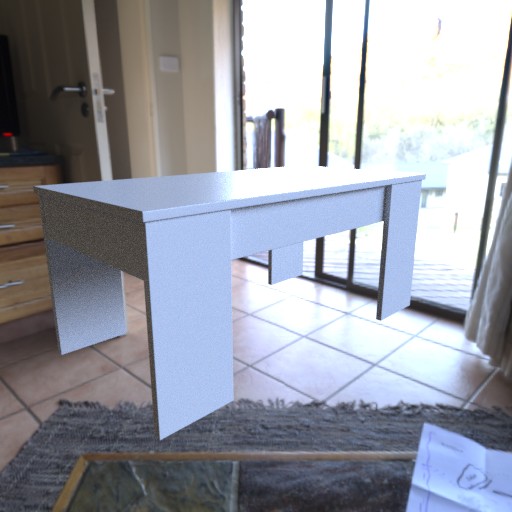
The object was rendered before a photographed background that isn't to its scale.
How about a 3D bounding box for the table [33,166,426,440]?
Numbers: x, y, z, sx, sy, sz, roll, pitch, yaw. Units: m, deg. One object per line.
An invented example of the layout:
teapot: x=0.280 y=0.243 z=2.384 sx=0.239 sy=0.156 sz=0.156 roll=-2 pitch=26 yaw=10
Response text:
table: x=0.000 y=0.000 z=1.280 sx=1.000 sy=0.440 sz=0.500 roll=-15 pitch=21 yaw=-42
